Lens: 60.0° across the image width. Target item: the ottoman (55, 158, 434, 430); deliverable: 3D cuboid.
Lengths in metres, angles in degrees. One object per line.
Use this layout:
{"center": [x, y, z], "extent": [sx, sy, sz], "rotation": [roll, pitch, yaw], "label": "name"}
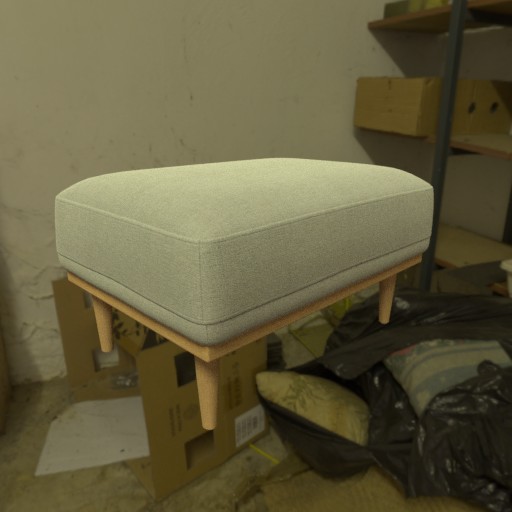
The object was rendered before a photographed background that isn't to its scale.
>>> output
{"center": [0.000, 0.000, 1.068], "extent": [0.749, 0.428, 0.549], "rotation": [-17, 24, -42], "label": "ottoman"}
